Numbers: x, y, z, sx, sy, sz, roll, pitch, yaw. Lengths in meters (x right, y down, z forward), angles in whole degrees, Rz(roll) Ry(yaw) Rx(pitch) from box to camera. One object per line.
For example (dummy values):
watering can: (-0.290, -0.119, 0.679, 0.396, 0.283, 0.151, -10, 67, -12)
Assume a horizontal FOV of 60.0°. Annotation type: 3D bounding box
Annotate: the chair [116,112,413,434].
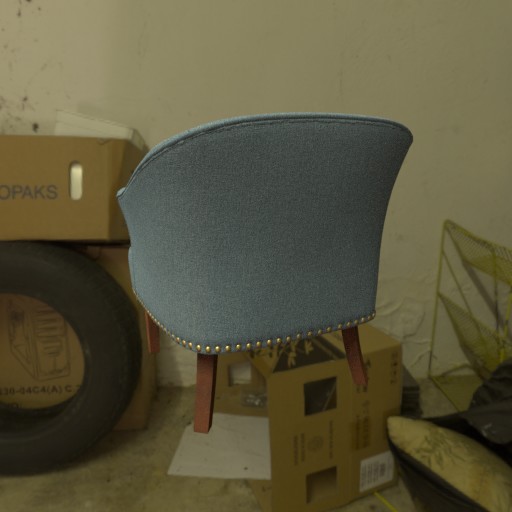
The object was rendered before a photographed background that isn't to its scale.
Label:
chair: (0.000, 0.000, 1.392, 0.772, 0.815, 0.704, -7, 15, -25)
